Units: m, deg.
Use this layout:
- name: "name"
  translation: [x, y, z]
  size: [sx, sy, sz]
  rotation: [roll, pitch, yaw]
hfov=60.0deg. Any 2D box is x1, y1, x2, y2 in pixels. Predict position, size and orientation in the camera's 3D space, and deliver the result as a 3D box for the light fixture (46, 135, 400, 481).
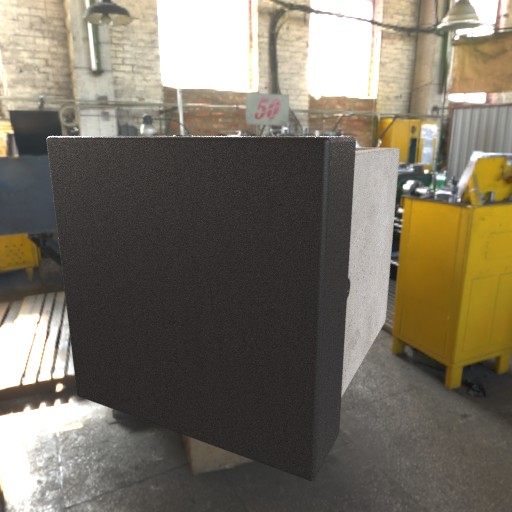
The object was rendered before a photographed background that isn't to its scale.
- name: "light fixture"
  translation: [0.000, 0.000, 0.231]
  size: [0.121, 0.121, 0.143]
  rotation: [8, 17, 26]
